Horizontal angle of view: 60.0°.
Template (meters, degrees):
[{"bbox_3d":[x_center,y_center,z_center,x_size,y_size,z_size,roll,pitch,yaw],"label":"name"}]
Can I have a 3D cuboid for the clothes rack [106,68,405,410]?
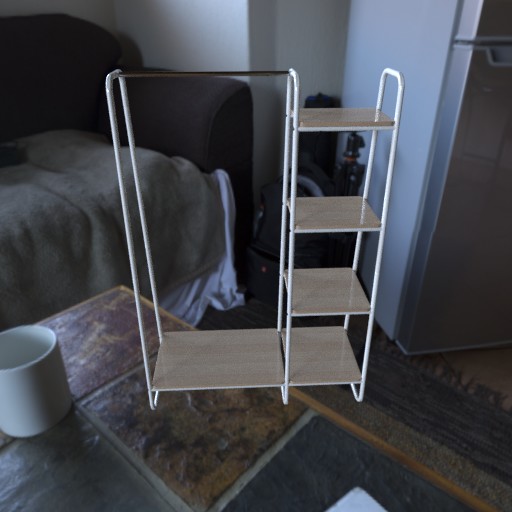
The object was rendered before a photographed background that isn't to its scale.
[{"bbox_3d":[0.000,0.000,1.931,1.011,1.500,0.400,-1,29,-3],"label":"clothes rack"}]
